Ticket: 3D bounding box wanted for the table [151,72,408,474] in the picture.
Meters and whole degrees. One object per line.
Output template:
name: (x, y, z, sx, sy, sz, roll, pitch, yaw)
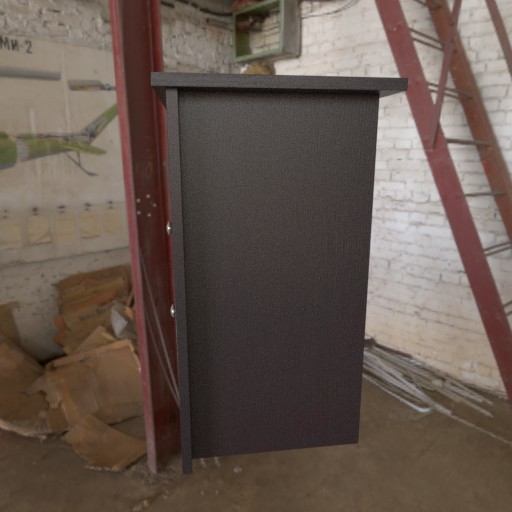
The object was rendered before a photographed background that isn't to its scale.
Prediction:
table: (0.000, 0.000, 1.047, 0.408, 0.711, 0.589, -2, 14, -8)
